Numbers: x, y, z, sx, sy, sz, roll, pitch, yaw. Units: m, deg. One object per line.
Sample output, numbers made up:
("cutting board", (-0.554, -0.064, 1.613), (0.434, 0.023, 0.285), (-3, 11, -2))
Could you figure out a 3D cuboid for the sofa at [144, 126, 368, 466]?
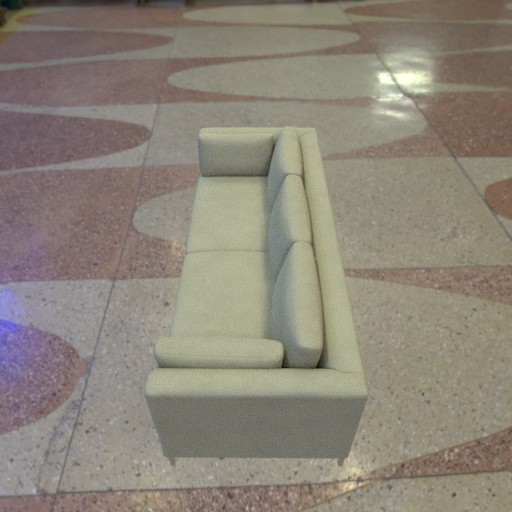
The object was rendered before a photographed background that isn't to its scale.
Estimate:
("sofa", (0.000, 0.000, 2.964), (0.969, 0.867, 2.415), (0, 43, 0))
